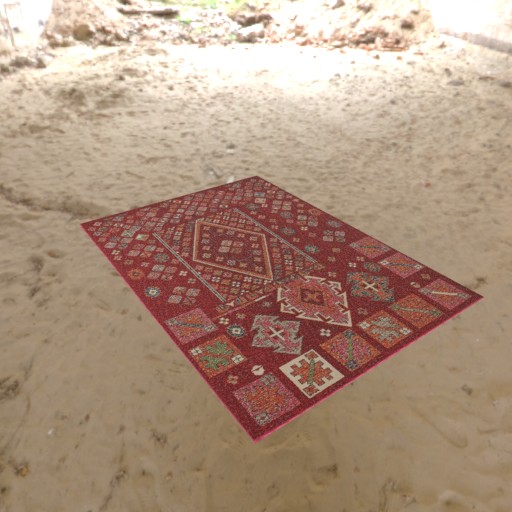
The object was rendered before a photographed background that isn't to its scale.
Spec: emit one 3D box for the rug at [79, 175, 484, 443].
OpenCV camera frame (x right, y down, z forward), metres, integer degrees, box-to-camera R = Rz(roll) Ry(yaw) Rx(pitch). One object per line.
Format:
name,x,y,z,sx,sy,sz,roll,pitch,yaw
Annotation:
rug,0.000,0.000,4.298,2.389,0.011,3.306,-21,38,-29
